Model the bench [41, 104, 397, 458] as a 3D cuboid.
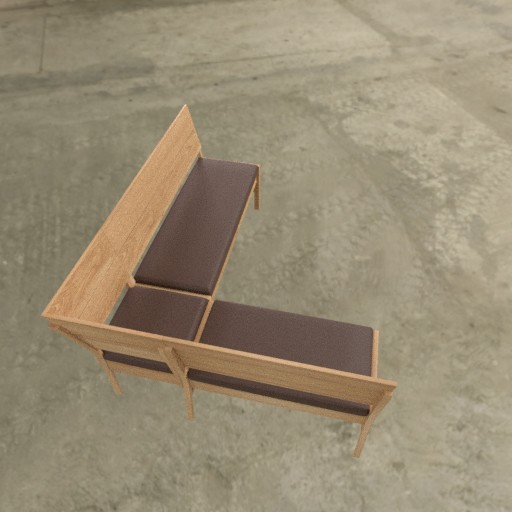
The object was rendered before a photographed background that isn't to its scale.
[{"bbox_3d":[0.000,0.000,2.818,1.549,0.890,1.975,9,47,8],"label":"bench"}]
